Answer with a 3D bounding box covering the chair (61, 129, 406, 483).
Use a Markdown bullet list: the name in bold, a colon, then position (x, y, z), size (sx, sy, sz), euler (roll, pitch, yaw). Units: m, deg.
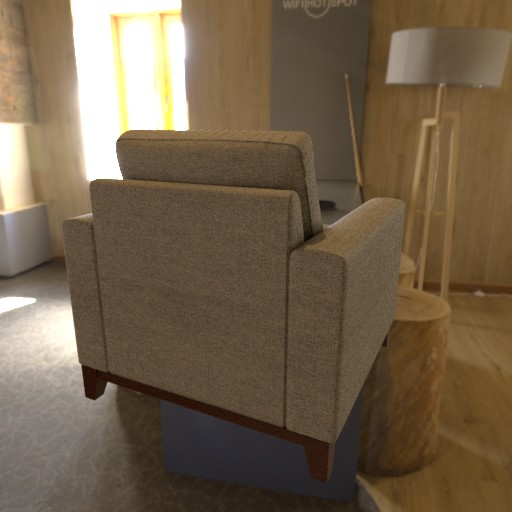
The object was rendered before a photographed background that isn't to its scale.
- **chair**: position (0.000, 0.000, 1.828), size (1.024, 1.010, 1.038), euler (8, 18, 25)
